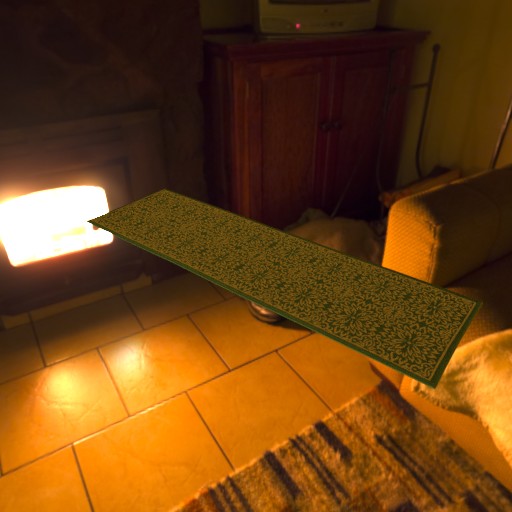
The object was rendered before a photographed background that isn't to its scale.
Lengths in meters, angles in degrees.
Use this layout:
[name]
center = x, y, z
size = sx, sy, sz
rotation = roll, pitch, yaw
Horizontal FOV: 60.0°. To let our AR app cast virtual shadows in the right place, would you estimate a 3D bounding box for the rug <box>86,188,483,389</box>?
[rug]
center = 0.000, 0.000, 2.436
size = 2.196, 0.011, 0.662
rotation = 22, 38, 31
